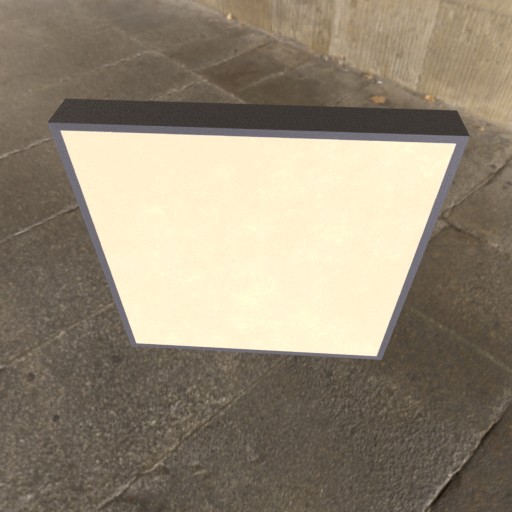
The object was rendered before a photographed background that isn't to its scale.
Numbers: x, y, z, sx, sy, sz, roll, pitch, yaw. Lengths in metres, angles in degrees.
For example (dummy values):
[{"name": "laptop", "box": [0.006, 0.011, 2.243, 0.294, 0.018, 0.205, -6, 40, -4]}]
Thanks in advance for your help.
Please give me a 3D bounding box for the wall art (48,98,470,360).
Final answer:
[{"name": "wall art", "box": [0.000, 0.000, 0.437, 0.302, 0.300, 0.036, 3, 46, 2]}]
